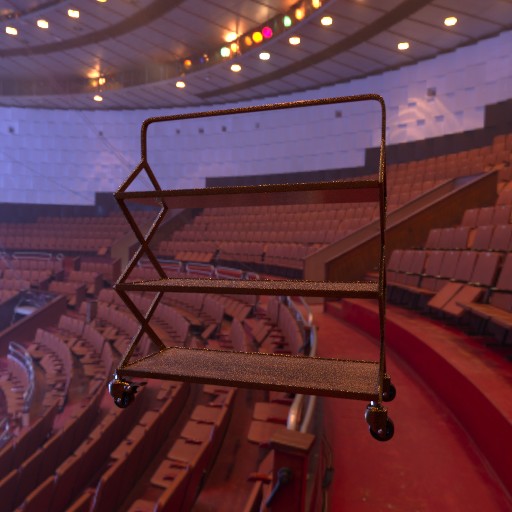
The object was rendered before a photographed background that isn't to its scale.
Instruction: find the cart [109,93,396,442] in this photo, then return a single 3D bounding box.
[{"bbox_3d":[0.000,0.000,1.201,0.723,0.805,0.313,0,1,18],"label":"cart"}]
